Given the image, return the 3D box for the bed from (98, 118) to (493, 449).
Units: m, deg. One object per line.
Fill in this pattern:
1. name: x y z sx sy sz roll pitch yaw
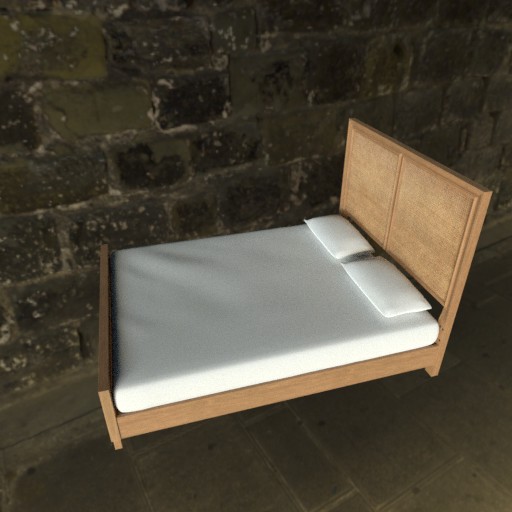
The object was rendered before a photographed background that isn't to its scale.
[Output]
1. bed: 0.000 0.000 3.144 2.184 1.387 1.606 -9 32 -14
